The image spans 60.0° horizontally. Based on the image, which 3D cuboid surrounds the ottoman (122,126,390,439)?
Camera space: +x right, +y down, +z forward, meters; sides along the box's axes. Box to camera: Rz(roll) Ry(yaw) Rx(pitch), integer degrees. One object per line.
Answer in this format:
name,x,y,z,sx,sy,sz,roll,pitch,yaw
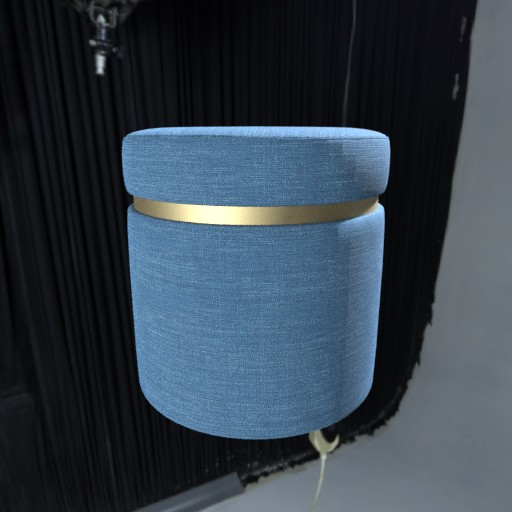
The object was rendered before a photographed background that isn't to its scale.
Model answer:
ottoman,0.000,0.000,0.724,0.398,0.406,0.398,0,15,0
